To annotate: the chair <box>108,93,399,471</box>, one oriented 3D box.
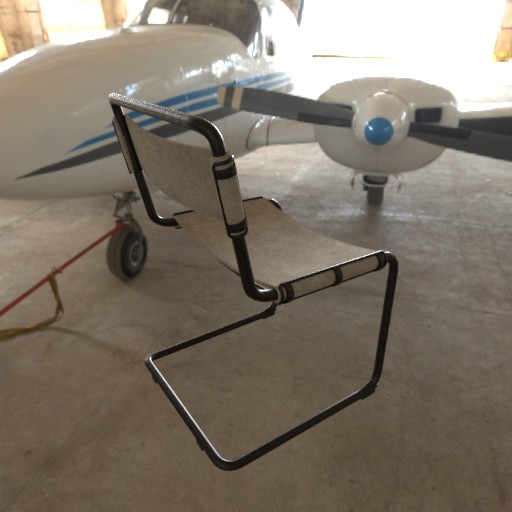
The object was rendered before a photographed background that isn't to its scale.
[{"bbox_3d":[0.000,0.000,1.082,0.497,0.747,0.499,-17,31,-30],"label":"chair"}]
